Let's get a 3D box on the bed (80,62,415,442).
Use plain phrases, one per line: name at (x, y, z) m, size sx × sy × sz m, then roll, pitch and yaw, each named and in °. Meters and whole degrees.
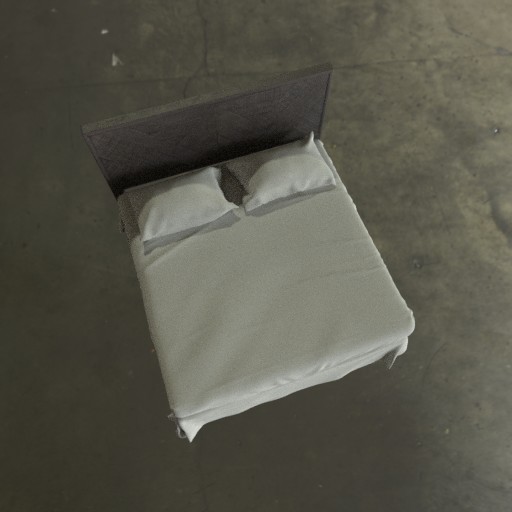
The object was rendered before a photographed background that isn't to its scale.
bed at (0.000, 0.000, 2.885) m, size 1.772 × 1.142 × 1.785 m, roll -17°, pitch 66°, yaw -8°
